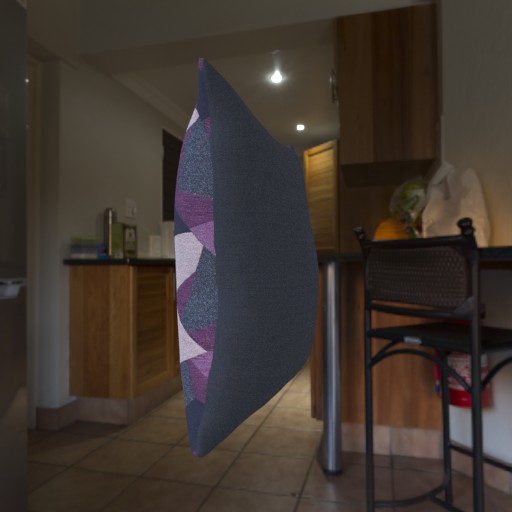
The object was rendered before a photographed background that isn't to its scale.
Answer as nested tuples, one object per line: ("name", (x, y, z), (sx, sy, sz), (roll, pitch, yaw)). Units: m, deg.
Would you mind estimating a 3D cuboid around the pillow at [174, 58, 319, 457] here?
("pillow", (0.000, 0.000, 0.775), (0.208, 0.496, 0.503), (0, 0, 18))
